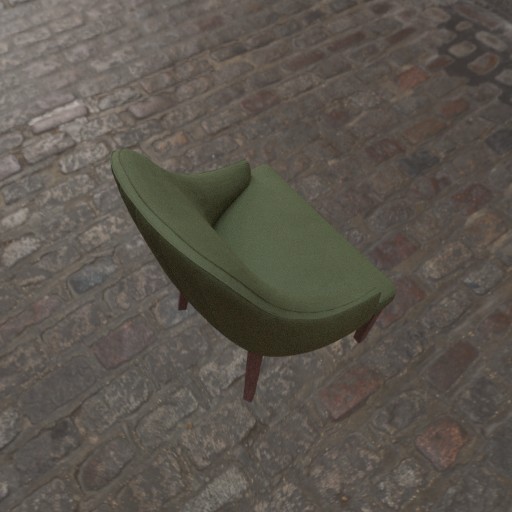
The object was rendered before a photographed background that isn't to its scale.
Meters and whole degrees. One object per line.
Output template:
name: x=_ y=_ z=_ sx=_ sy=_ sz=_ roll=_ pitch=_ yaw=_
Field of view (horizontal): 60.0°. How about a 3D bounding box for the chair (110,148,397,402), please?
chair: x=0.000 y=0.000 z=1.280 sx=0.575 sy=0.889 sz=0.643 roll=-33 pitch=63 yaw=-19
